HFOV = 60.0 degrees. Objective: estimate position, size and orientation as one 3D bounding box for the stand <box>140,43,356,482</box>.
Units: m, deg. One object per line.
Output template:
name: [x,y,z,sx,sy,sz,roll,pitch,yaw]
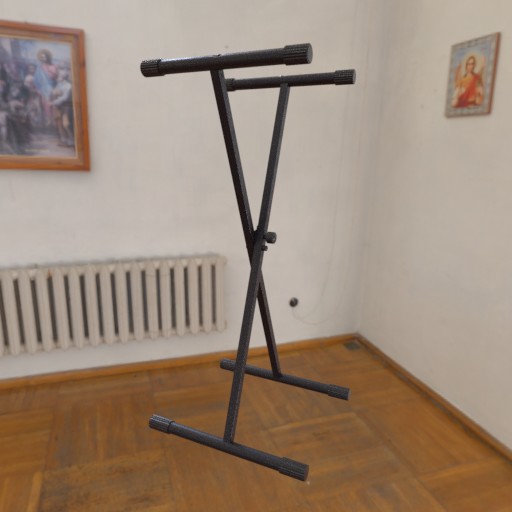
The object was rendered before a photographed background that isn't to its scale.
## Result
stand: [0.000,0.000,1.174,0.449,0.940,0.409,7,16,26]
